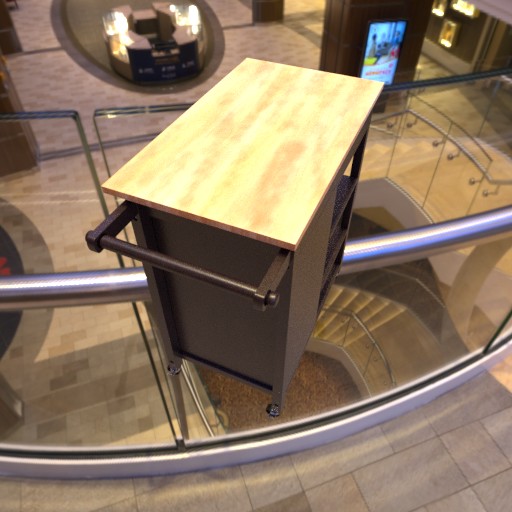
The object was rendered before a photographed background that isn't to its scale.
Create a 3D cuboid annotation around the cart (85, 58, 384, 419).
[{"bbox_3d":[0.000,0.000,1.462,0.472,0.878,0.914,18,48,16],"label":"cart"}]
